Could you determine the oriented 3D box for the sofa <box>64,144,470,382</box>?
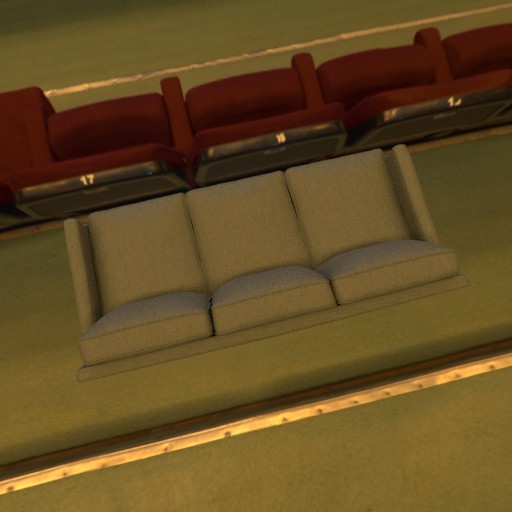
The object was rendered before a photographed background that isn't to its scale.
[{"bbox_3d":[0.000,0.000,2.820,2.246,1.003,1.084,-13,76,-3],"label":"sofa"}]
